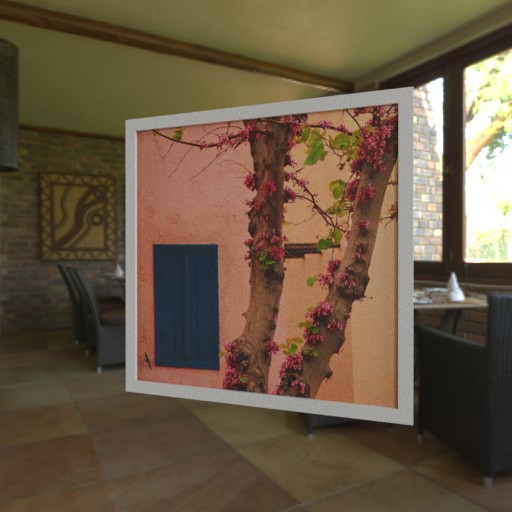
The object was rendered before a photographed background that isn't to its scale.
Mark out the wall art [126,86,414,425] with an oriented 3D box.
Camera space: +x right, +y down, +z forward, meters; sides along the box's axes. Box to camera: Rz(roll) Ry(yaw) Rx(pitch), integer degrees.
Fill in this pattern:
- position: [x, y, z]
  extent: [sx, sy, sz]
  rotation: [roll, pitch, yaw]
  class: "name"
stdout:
- position: [0.000, 0.000, 1.139]
  extent: [0.762, 0.762, 0.038]
  rotation: [0, 0, 19]
  class: "wall art"
